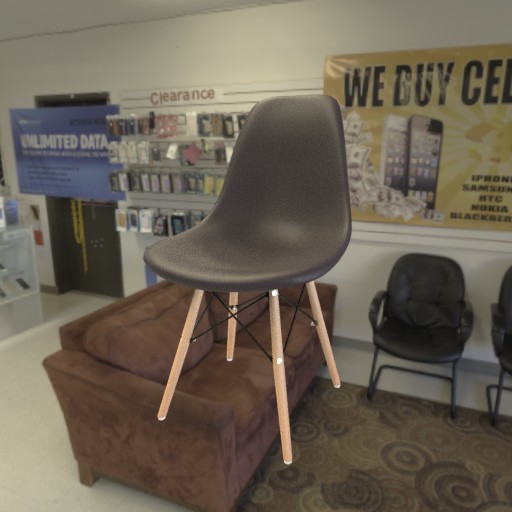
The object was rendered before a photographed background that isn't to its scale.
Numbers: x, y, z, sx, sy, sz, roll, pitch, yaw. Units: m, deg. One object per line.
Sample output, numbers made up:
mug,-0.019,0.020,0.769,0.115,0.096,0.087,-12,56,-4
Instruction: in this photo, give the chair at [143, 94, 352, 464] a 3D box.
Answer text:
chair,0.000,0.000,1.141,0.470,0.825,0.533,7,16,26
